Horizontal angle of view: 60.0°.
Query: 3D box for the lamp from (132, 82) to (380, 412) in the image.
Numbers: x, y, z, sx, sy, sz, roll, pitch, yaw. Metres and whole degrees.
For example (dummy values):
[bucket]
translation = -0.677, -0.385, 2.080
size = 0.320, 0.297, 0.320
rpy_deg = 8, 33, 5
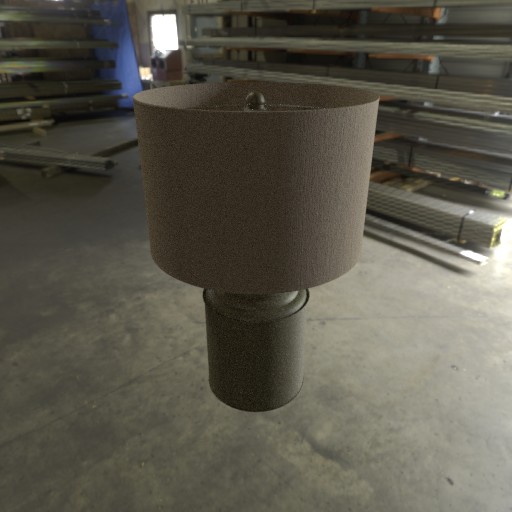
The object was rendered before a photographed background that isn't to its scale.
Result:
[lamp]
translation = 0.000, 0.000, 0.694
size = 0.318, 0.486, 0.318
rpy_deg = 0, 26, 0
